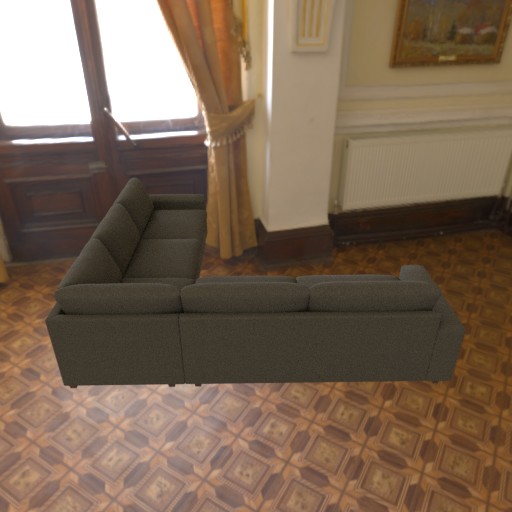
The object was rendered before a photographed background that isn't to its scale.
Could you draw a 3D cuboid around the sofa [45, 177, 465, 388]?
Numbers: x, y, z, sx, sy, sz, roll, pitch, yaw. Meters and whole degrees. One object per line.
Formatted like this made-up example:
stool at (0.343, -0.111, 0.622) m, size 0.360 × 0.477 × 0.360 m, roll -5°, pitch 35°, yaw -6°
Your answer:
sofa at (0.000, 0.000, 4.794) m, size 3.277 × 0.965 × 2.895 m, roll -1°, pitch 30°, yaw -1°
